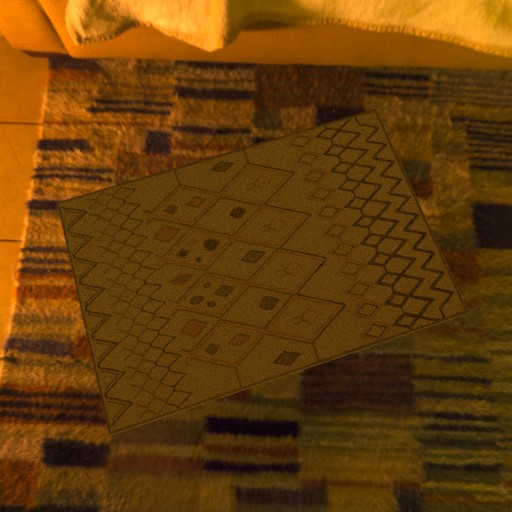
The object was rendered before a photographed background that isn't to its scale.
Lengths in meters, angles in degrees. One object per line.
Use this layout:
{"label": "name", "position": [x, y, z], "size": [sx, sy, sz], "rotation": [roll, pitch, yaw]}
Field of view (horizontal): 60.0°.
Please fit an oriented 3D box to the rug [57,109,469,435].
{"label": "rug", "position": [0.000, 0.000, 2.280], "size": [1.829, 0.016, 1.219], "rotation": [-18, 75, -5]}
